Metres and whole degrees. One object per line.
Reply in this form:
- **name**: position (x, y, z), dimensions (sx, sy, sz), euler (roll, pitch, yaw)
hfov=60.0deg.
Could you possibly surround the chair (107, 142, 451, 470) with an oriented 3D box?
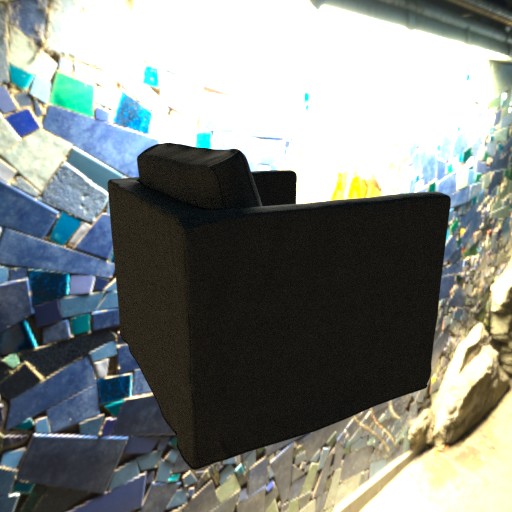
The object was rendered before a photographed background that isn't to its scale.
- **chair**: position (0.000, 0.000, 1.745), dimensions (0.949, 0.863, 1.057), euler (-8, 18, -26)
